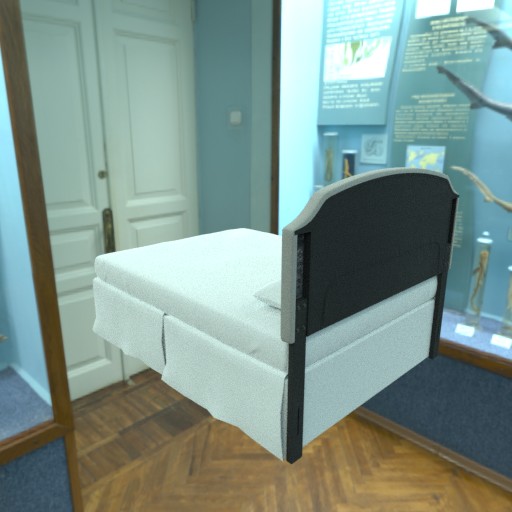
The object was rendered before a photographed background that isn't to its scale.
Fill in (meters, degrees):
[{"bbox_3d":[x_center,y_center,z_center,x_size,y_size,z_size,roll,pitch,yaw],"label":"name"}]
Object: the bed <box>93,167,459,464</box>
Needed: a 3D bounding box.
[{"bbox_3d":[0.000,0.000,2.995,1.558,1.270,1.999,-14,21,-42],"label":"bed"}]
